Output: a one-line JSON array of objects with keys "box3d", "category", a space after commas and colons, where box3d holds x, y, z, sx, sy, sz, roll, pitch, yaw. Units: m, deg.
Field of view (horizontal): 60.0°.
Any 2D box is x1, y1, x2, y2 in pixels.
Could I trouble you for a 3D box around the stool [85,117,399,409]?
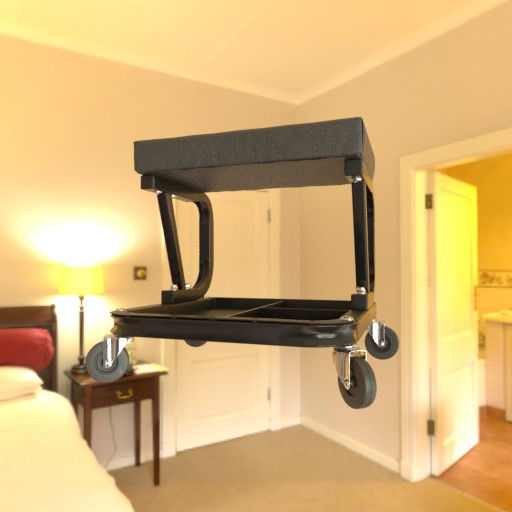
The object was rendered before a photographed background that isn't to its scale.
[{"box3d": [0.000, 0.000, 0.740, 0.446, 0.380, 0.371, 0, -1, 19], "category": "stool"}]
